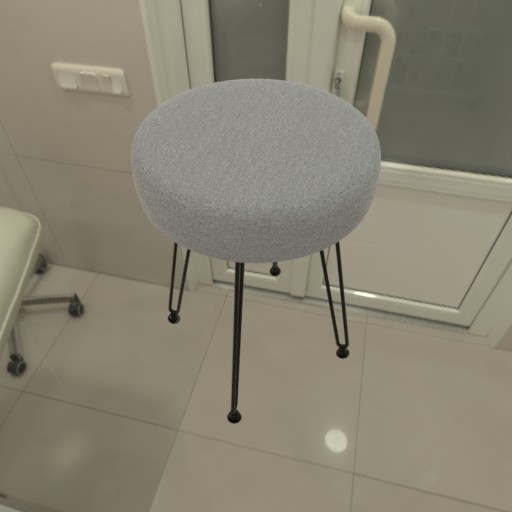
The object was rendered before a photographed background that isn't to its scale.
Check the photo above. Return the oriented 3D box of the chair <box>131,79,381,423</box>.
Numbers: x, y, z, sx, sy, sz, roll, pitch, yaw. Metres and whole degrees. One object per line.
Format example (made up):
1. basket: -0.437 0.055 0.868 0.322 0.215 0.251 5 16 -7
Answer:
1. chair: 0.000 0.000 0.678 0.350 0.440 0.350 10 48 9
